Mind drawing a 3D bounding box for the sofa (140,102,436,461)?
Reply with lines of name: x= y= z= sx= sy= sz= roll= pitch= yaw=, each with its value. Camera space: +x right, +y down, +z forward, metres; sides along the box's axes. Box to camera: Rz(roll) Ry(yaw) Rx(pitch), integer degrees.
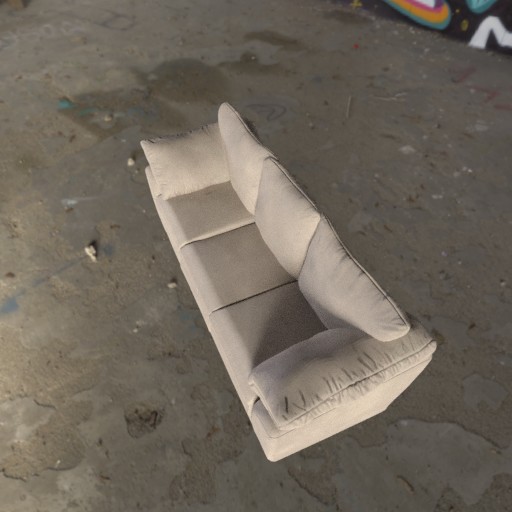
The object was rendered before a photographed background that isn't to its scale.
sofa: x=0.000 y=0.000 z=2.825 sx=0.878 sy=0.996 sz=2.334 roll=-18 pitch=49 yaw=-16
